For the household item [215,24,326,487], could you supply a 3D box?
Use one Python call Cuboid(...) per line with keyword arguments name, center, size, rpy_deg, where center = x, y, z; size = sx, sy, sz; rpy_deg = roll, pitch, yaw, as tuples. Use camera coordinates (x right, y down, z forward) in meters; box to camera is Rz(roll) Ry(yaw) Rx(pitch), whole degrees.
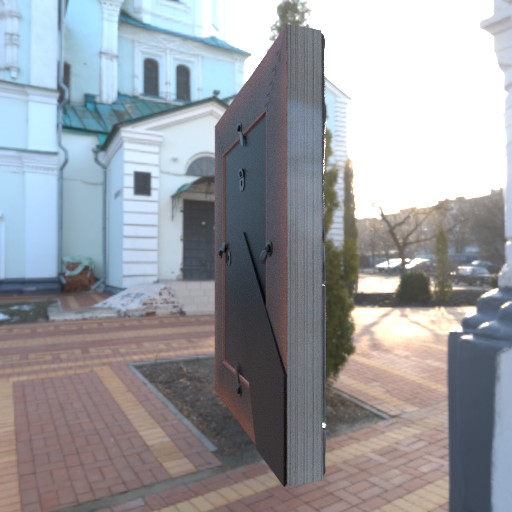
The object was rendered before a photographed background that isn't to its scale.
Cuboid(name="household item", center=(0.000, 0.000, 0.288), size=(0.025, 0.216, 0.165), rpy_deg=(0, -1, -17))
